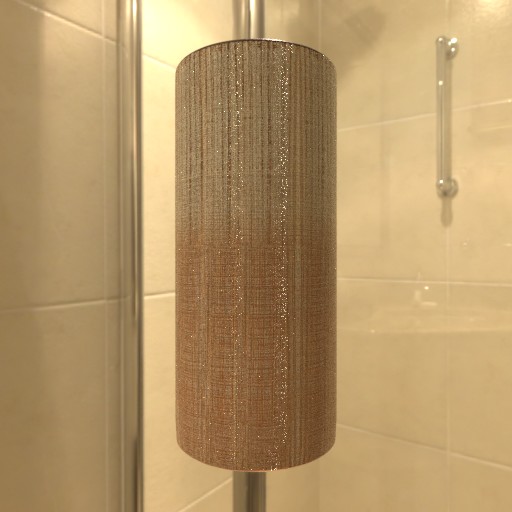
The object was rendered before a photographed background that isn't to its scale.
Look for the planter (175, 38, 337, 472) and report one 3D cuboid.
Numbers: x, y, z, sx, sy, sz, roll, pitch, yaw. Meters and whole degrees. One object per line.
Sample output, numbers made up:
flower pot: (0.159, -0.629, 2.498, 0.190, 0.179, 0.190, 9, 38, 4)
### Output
planter: (0.000, 0.000, 0.279, 0.100, 0.227, 0.100, 0, 0, -1)
